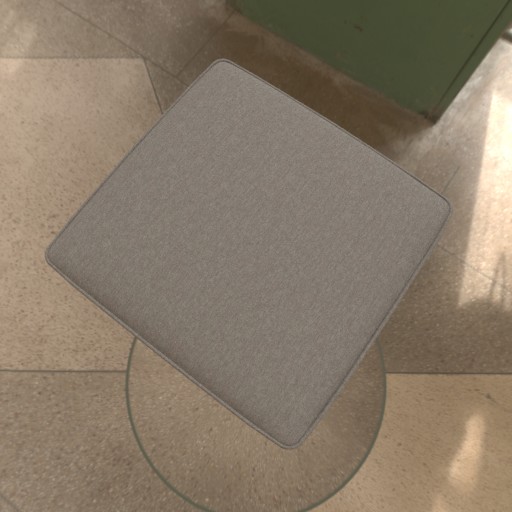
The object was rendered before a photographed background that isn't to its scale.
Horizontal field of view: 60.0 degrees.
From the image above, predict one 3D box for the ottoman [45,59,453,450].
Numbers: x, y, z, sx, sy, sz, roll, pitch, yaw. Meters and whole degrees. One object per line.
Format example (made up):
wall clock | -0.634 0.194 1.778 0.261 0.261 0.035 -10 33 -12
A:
ottoman | 0.000 0.000 1.402 0.871 0.612 0.808 35 78 9
